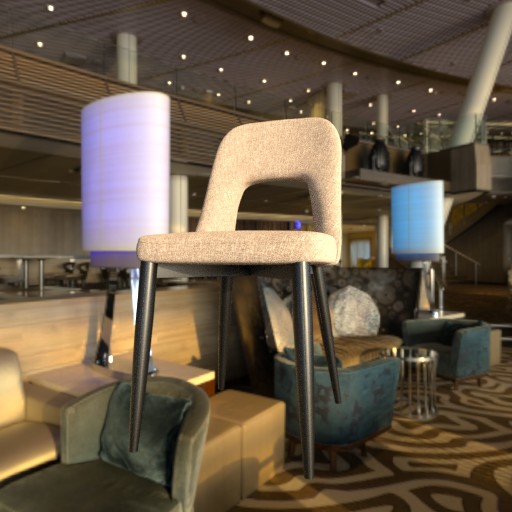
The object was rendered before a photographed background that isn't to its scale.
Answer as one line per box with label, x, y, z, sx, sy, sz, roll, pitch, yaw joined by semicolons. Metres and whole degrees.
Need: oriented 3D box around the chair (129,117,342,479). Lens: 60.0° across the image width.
chair;0.000;0.000;1.256;0.470;0.931;0.612;0;0;18
